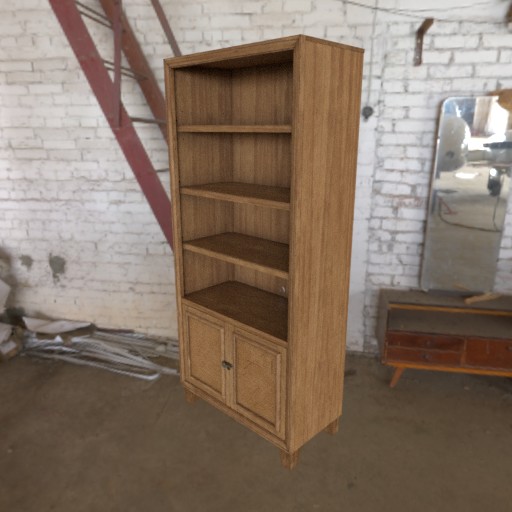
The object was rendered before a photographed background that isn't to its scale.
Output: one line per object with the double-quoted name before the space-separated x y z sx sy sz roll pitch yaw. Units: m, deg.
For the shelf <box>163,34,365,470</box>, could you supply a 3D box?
"shelf" 0.000 0.000 2.304 0.864 1.930 0.453 15 22 42
